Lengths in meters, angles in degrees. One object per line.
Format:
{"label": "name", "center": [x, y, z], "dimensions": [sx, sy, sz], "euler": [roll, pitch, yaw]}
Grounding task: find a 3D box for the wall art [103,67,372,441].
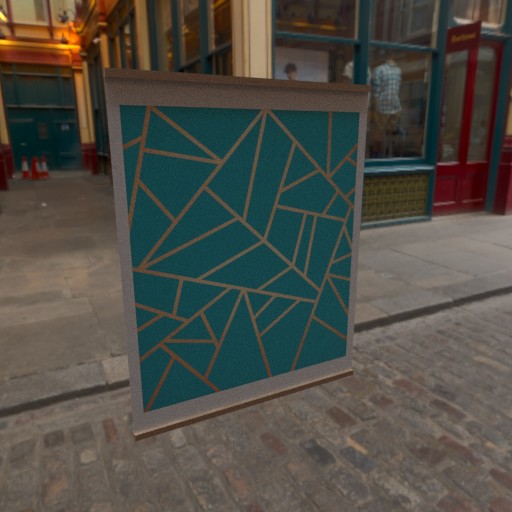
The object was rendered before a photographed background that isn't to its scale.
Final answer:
{"label": "wall art", "center": [0.000, 0.000, 0.678], "dimensions": [0.405, 0.508, 0.012], "euler": [-8, 17, -27]}
